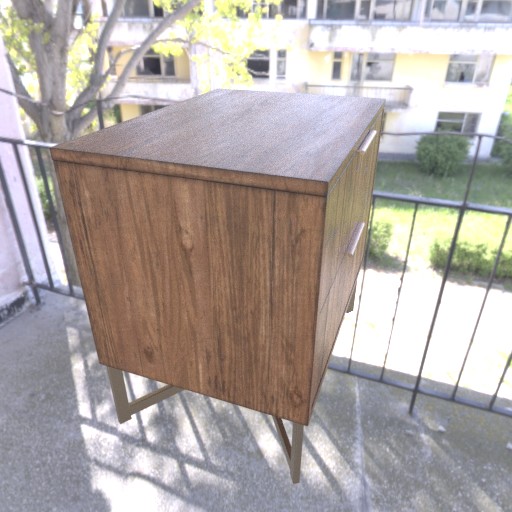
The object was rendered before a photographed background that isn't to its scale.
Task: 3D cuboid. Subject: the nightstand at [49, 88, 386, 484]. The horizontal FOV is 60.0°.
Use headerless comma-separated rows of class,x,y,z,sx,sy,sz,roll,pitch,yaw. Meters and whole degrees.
nightstand,0.000,0.000,1.004,0.446,0.610,0.610,10,31,18
